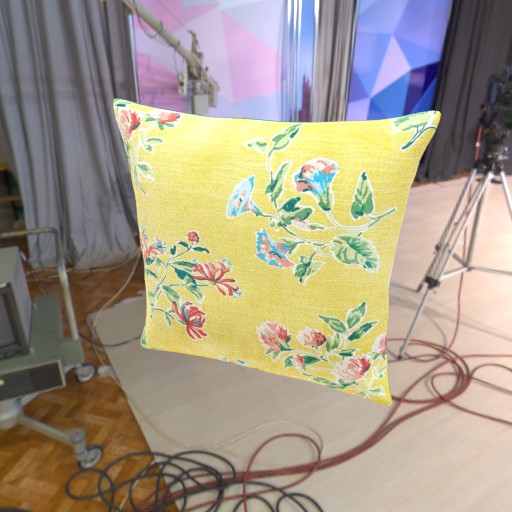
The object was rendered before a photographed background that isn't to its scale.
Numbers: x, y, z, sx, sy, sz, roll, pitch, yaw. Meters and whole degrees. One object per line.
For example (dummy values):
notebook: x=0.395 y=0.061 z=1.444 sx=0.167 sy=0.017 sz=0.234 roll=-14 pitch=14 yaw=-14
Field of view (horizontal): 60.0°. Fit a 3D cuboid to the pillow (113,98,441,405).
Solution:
pillow: x=0.000 y=0.000 z=0.778 sx=0.525 sy=0.508 sz=0.166 roll=9 pitch=26 yaw=18
